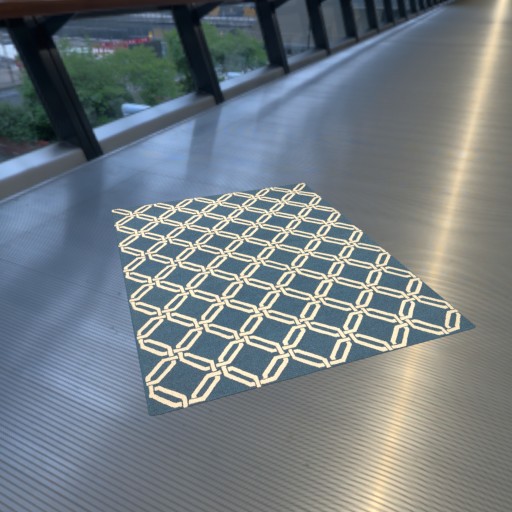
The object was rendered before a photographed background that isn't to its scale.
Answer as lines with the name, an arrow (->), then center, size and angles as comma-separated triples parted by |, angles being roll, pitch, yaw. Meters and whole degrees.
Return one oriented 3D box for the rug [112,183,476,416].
rug -> 0.000, 0.000, 3.927 | 2.277, 0.020, 2.867 | -10, 33, -17
